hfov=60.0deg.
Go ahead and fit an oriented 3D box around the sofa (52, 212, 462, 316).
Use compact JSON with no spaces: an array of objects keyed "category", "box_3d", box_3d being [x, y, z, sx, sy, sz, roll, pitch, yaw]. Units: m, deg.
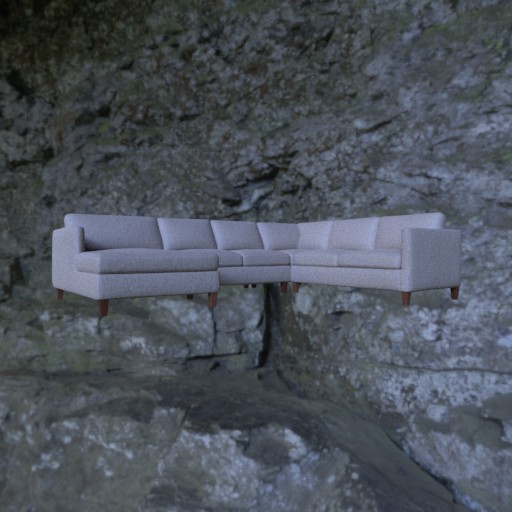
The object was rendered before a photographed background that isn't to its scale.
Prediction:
[{"category":"sofa","box_3d":[0.000,0.000,4.522,3.403,0.889,2.551,0,1,-36]}]
